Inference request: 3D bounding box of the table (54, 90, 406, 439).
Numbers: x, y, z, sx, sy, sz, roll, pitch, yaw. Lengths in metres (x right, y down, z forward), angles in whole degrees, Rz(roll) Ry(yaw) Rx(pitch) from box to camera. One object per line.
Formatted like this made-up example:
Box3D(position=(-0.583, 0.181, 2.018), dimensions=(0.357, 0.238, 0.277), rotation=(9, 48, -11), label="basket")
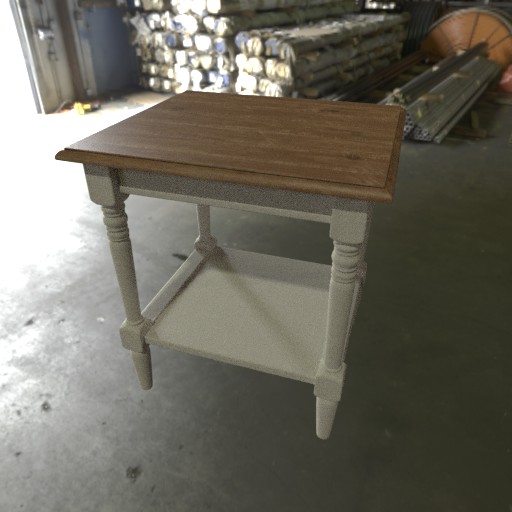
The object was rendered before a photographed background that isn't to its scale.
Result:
Box3D(position=(0.000, 0.000, 0.945), dimensions=(0.508, 0.561, 0.457), rotation=(10, 33, 15), label="table")
